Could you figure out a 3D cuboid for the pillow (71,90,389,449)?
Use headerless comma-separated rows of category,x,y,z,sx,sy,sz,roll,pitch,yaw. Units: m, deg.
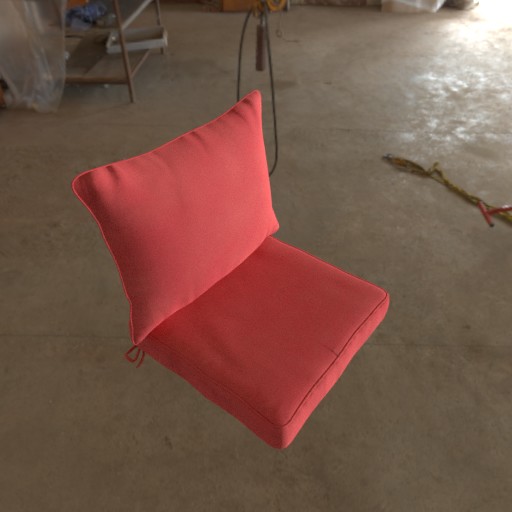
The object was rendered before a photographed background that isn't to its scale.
pillow,0.000,0.000,1.420,0.733,0.725,0.798,27,48,28
